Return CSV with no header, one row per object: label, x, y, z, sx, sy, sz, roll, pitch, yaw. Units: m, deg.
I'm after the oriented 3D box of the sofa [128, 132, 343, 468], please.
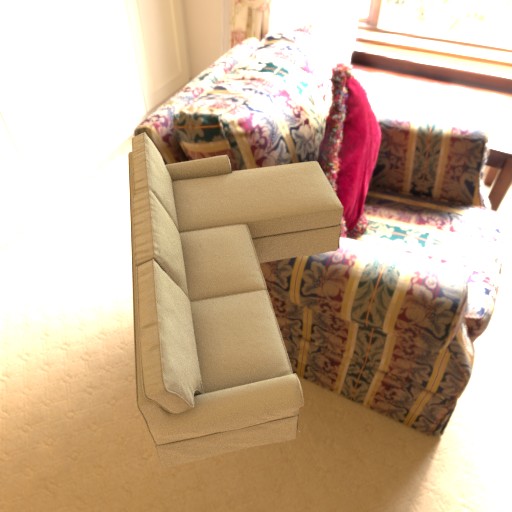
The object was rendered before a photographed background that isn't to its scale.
sofa,0.000,0.000,3.341,1.733,0.978,2.475,-9,46,-9
